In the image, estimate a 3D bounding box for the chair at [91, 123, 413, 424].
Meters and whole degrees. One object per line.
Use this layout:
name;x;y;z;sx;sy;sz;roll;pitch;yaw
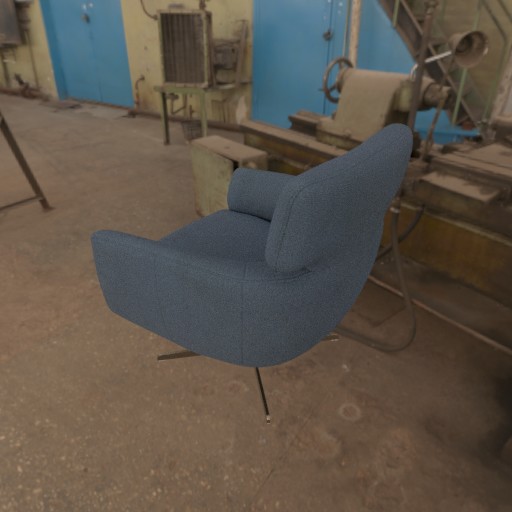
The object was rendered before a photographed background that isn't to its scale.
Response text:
chair;0.000;0.000;1.415;0.761;0.813;0.738;19;35;30
